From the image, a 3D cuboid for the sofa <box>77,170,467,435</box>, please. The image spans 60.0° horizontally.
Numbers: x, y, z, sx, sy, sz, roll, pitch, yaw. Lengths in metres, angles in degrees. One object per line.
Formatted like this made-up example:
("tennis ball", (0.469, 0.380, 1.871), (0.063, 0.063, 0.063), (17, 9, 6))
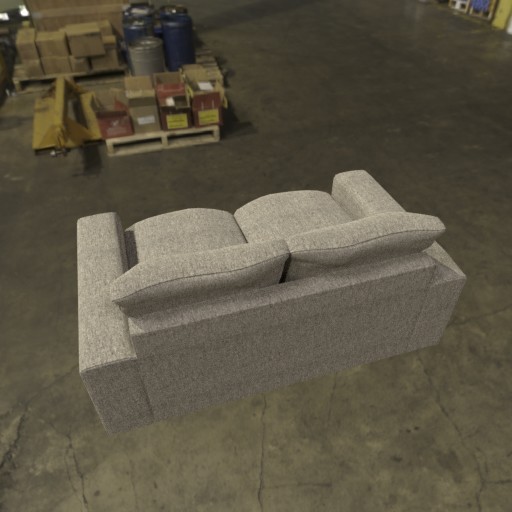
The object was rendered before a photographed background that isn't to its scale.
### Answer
("sofa", (0.000, 0.000, 2.342), (1.758, 0.877, 1.094), (-12, 43, -13))
